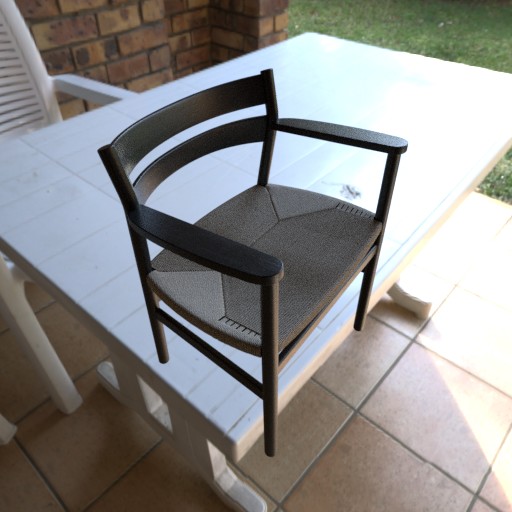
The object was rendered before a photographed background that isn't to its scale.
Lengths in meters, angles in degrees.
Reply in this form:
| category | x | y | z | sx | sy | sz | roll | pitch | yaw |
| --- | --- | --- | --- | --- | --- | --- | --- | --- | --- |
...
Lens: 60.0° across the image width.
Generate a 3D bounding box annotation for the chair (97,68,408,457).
| category | x | y | z | sx | sy | sz | roll | pitch | yaw |
| --- | --- | --- | --- | --- | --- | --- | --- | --- | --- |
| chair | 0.000 | 0.000 | 1.189 | 0.508 | 0.775 | 0.630 | 25 | 47 | 26 |
